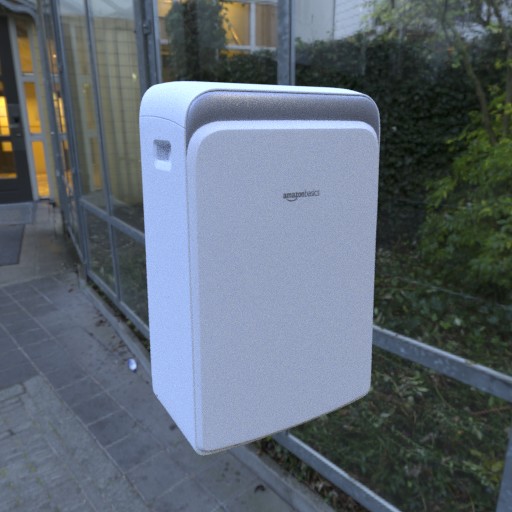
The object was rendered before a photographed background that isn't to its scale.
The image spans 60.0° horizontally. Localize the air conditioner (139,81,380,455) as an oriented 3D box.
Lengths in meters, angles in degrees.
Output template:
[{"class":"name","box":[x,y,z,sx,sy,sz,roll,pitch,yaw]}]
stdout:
[{"class":"air conditioner","box":[0.000,0.000,0.960,0.454,0.700,0.365,-9,19,-28]}]
